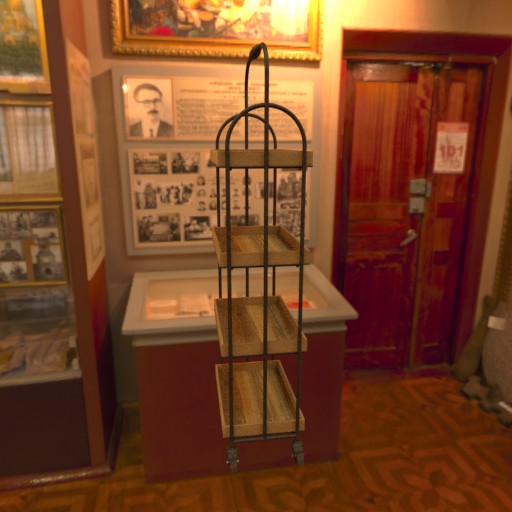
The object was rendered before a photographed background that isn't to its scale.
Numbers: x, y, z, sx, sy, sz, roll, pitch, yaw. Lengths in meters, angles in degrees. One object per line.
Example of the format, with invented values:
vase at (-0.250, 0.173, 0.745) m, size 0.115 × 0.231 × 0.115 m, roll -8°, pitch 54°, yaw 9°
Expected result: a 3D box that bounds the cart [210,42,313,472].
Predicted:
cart at (0.000, 0.000, 1.698) m, size 0.308 × 1.481 × 0.581 m, roll -2°, pitch 15°, yaw -8°
